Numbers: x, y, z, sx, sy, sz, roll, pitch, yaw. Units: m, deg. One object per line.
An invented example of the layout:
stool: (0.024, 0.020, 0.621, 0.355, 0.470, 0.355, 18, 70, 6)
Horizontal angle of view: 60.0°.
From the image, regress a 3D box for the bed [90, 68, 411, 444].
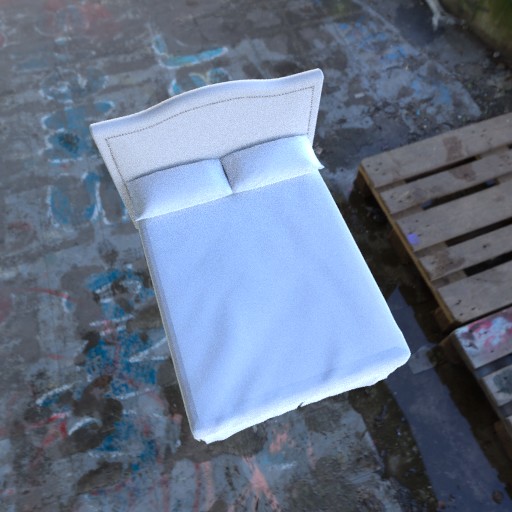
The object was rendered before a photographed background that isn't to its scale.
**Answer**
bed: (0.000, 0.000, 3.330, 1.753, 1.460, 2.143, -17, 64, -9)
